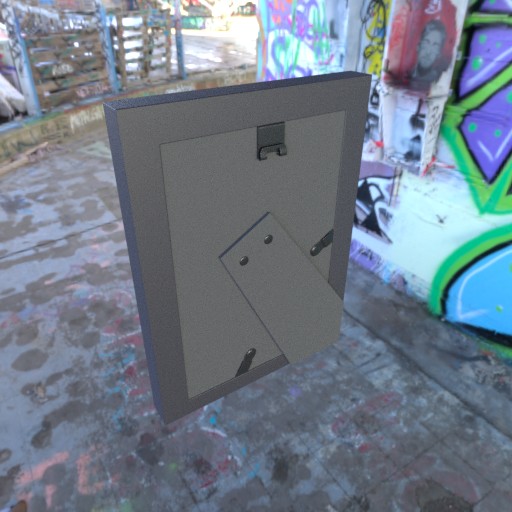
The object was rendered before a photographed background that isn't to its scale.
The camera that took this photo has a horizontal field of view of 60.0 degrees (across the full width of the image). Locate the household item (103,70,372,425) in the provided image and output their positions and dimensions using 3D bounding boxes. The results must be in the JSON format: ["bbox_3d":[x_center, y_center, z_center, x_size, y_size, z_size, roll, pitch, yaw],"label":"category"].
[{"bbox_3d":[0.000,0.000,0.245,0.133,0.178,0.022,-19,36,-28],"label":"household item"}]
